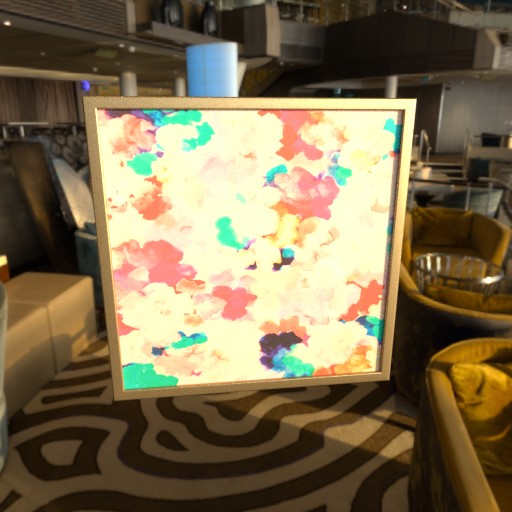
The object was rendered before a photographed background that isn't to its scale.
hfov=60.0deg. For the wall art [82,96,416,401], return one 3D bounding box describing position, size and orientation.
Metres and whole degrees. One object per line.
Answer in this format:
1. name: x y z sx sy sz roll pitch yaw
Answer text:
1. wall art: 0.000 0.000 1.134 0.767 0.765 0.036 -2 17 -7
